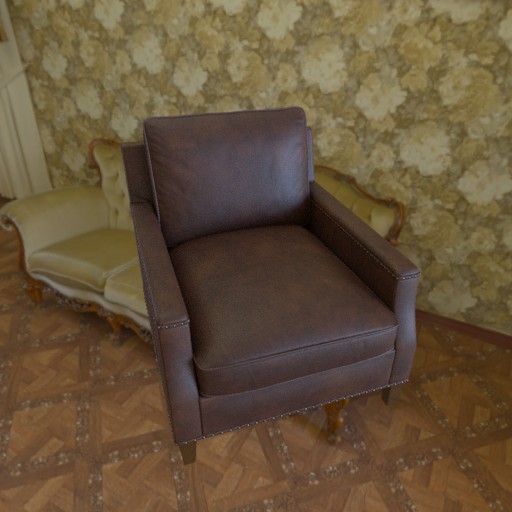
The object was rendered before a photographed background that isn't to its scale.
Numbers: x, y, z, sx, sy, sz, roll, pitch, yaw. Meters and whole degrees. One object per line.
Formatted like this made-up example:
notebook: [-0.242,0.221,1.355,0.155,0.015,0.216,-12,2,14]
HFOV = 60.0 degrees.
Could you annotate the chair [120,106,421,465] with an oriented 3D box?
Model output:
chair: [0.000,0.000,1.696,0.853,0.929,1.014,-10,32,-16]
